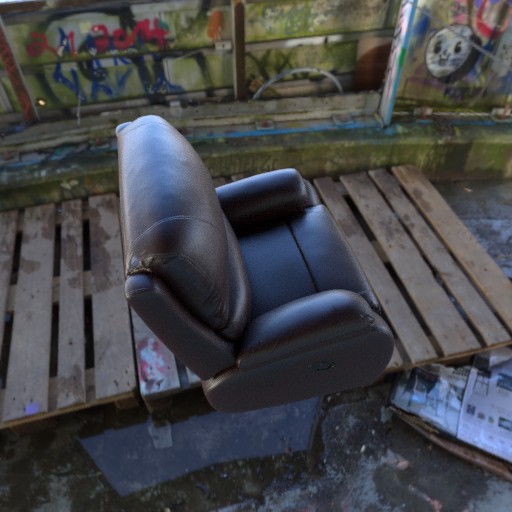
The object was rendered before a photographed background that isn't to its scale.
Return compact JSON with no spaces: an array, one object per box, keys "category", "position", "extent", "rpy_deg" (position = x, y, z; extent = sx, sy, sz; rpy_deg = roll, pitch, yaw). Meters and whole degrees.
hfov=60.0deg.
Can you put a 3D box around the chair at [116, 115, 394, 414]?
[{"category":"chair","position":[0.000,0.000,1.768],"extent":[0.899,1.011,0.930],"rpy_deg":[-10,47,-9]}]
